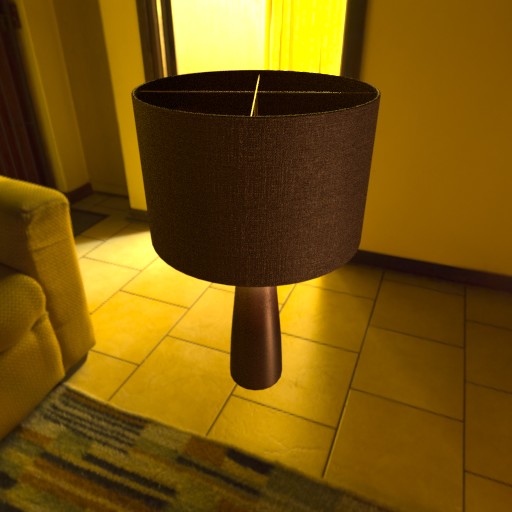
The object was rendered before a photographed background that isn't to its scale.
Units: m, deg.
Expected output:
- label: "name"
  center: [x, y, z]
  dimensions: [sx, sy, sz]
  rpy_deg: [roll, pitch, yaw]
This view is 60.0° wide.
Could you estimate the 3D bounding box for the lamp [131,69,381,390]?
- label: "lamp"
  center: [0.000, 0.000, 0.677]
  dimensions: [0.303, 0.488, 0.303]
  rpy_deg: [0, 31, 0]
